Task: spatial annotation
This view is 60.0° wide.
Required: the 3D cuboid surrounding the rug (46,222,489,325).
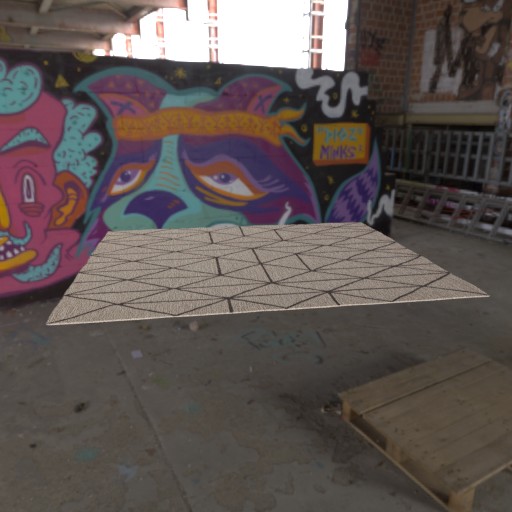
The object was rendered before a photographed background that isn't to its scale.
[{"bbox_3d":[0.000,0.000,4.132,3.061,0.022,2.468,-3,17,-9],"label":"rug"}]
